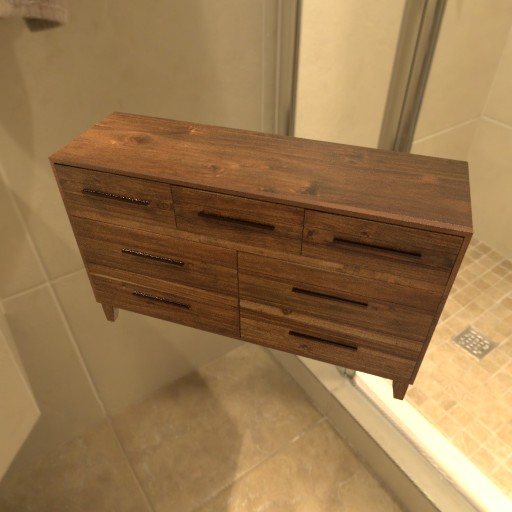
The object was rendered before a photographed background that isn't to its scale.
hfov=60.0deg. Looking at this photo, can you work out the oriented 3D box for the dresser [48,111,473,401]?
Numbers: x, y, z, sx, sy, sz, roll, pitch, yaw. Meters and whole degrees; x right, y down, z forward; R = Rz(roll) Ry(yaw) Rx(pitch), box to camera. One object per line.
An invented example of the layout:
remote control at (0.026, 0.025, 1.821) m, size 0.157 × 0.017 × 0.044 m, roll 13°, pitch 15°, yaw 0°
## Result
dresser at (0.000, 0.000, 1.822) m, size 1.400 × 0.873 × 0.446 m, roll 12°, pitch 42°, yaw 14°
